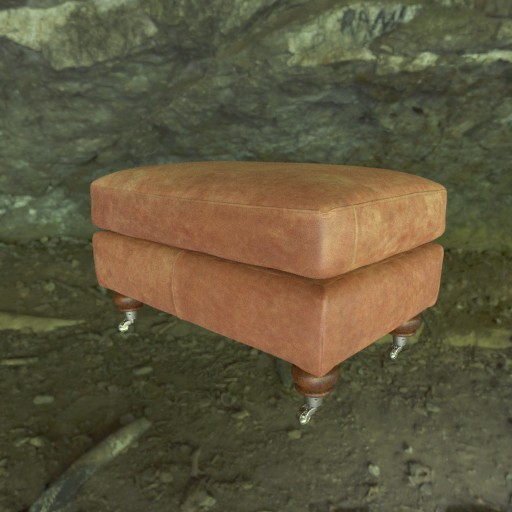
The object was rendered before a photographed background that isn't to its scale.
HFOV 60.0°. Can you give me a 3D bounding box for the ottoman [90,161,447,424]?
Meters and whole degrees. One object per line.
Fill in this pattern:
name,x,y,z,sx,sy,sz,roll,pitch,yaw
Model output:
ottoman,0.000,0.000,1.220,0.852,0.507,0.565,12,18,41
